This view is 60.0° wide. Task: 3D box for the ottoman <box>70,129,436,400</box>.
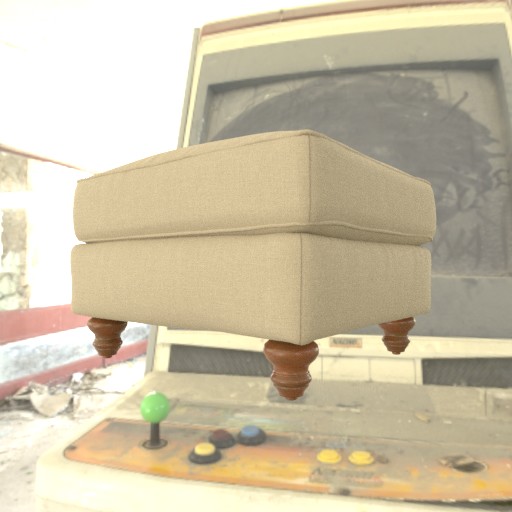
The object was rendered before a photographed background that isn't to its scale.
[{"bbox_3d":[0.000,0.000,1.122,0.716,0.505,0.662,-1,-1,38],"label":"ottoman"}]
